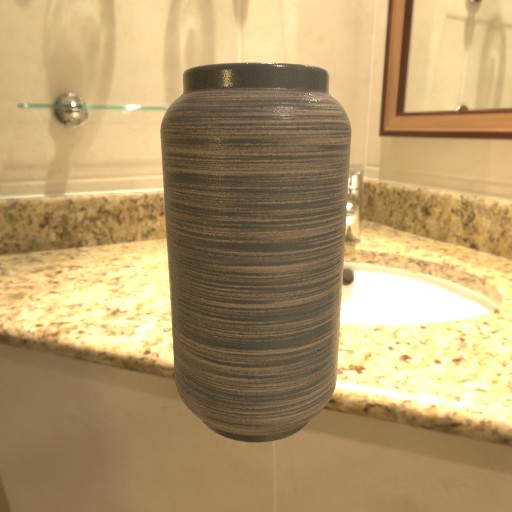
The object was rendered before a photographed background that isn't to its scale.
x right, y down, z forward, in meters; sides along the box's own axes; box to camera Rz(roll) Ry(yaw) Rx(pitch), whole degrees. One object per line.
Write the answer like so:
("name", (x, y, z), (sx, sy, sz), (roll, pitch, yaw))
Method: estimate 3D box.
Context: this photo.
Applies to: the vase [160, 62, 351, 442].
("vase", (0.000, 0.000, 0.298), (0.116, 0.230, 0.116), (0, 16, 0))
